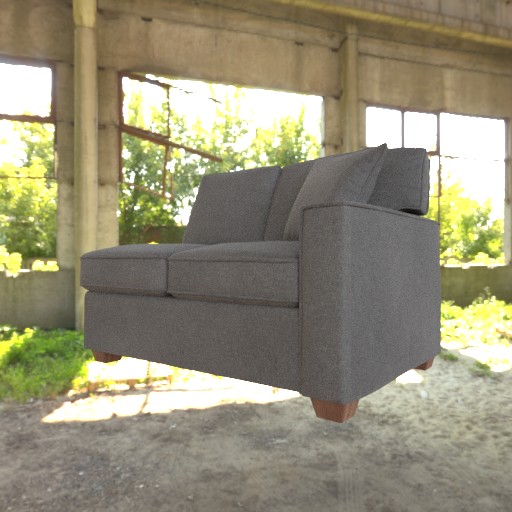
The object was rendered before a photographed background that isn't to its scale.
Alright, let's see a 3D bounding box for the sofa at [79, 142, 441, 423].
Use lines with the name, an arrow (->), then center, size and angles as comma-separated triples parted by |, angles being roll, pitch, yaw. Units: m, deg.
sofa -> 0.000, 0.000, 2.036 | 1.388, 0.989, 0.991 | 0, -1, 38
